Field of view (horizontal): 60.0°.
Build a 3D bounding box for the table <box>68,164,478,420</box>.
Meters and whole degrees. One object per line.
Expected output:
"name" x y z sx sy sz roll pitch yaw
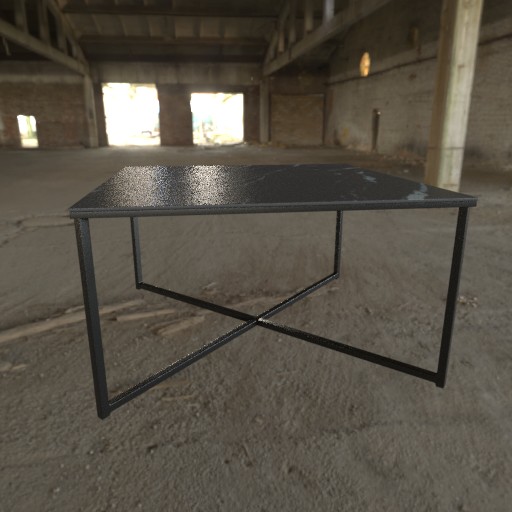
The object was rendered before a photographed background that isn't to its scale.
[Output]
"table" 0.000 0.000 1.291 0.800 0.450 0.800 -3 17 -8
